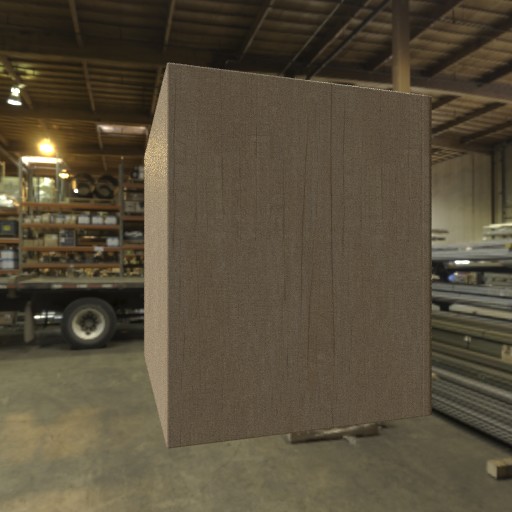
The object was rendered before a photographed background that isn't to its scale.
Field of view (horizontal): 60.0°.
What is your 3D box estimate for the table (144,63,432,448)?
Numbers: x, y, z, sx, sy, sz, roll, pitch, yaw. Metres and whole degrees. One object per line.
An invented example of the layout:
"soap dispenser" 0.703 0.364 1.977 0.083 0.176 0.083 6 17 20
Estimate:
"table" 0.000 0.000 0.917 0.420 0.510 0.570 0 0 -17
